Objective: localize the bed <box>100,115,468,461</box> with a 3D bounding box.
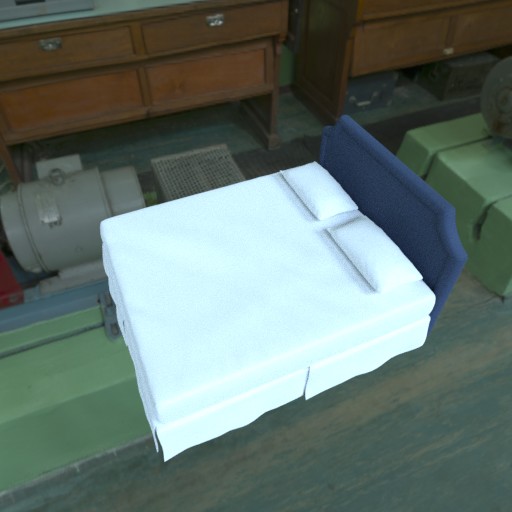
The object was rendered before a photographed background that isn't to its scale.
[{"bbox_3d":[0.000,0.000,4.179,2.773,1.488,2.350,-18,49,-16],"label":"bed"}]
